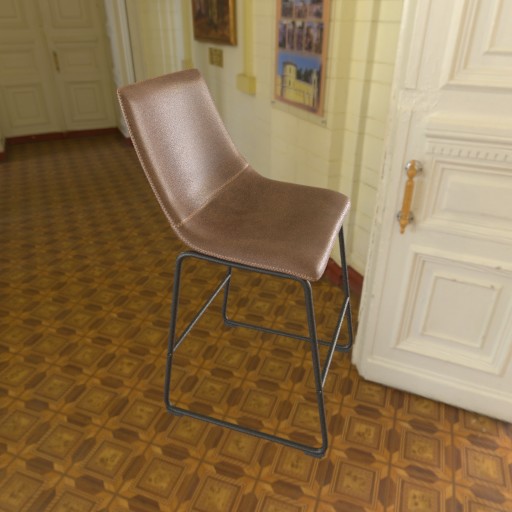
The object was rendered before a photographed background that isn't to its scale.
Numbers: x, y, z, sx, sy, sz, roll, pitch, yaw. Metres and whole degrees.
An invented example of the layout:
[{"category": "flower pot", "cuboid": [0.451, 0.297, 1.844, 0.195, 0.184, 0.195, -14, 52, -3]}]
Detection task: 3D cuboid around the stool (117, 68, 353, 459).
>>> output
[{"category": "stool", "cuboid": [0.000, 0.000, 1.208, 0.550, 0.890, 0.460, 10, 31, 17]}]
